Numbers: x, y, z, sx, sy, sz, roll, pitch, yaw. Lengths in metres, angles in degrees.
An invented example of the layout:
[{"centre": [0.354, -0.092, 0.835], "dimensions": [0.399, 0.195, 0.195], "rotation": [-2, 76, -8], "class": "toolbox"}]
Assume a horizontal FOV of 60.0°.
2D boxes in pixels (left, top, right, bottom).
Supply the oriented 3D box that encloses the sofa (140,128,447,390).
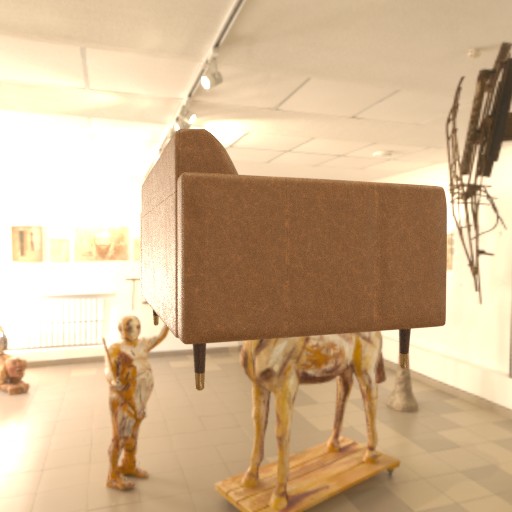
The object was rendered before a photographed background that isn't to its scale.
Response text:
[{"centre": [0.000, 0.000, 2.110], "dimensions": [0.960, 0.820, 1.549], "rotation": [0, 1, -19], "class": "sofa"}]
